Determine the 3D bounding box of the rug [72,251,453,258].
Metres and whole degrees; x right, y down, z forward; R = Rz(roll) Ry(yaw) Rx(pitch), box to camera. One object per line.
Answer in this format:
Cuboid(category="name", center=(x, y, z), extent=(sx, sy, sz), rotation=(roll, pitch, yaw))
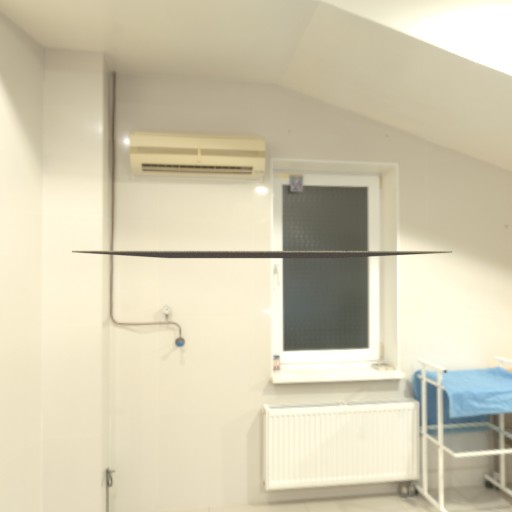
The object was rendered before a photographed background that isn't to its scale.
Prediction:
Cuboid(category="rug", center=(0.000, 0.000, 2.330), extent=(1.229, 0.005, 1.827), rotation=(0, -1, -2))
